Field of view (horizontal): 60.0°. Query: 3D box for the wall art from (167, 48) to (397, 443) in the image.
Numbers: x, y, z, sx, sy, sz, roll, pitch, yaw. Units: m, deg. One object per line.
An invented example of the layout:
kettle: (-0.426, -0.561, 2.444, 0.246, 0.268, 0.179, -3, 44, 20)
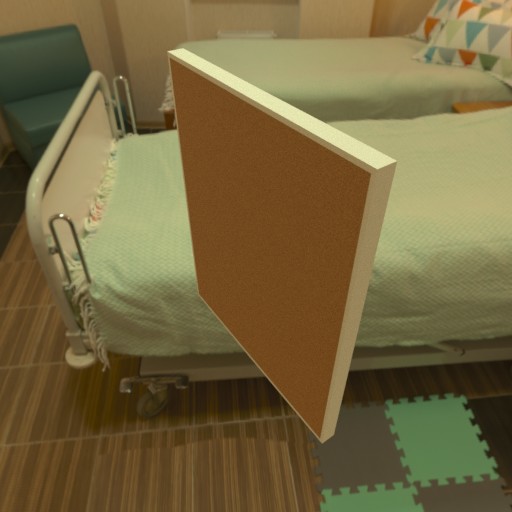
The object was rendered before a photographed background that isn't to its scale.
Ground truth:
wall art: (0.000, 0.000, 0.744, 0.030, 0.549, 0.443, -25, 47, -26)
